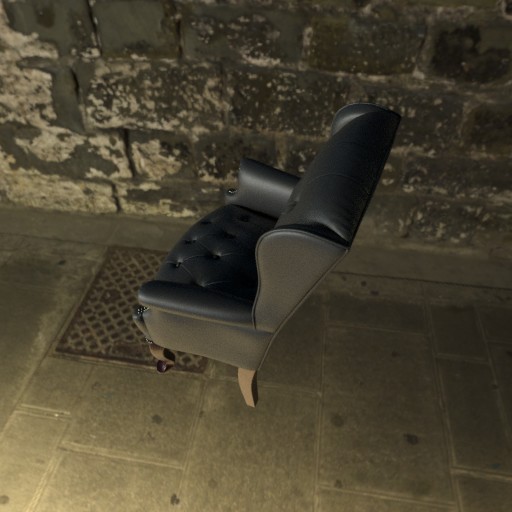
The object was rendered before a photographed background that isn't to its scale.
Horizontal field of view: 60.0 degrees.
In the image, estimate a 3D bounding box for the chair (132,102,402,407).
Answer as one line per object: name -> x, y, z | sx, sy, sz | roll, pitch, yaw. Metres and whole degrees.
chair -> 0.000, 0.000, 1.660 | 0.762, 1.111, 0.838 | 17, 48, 16
